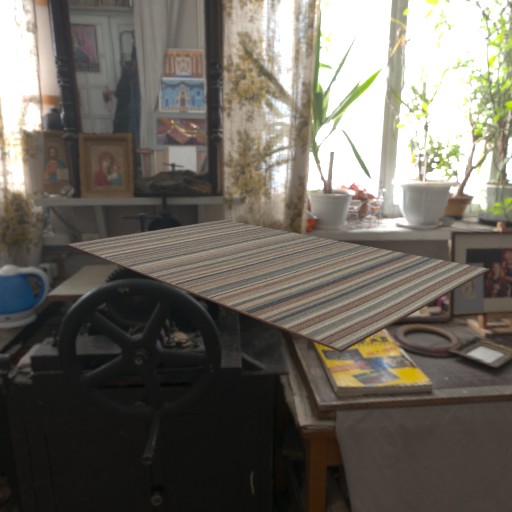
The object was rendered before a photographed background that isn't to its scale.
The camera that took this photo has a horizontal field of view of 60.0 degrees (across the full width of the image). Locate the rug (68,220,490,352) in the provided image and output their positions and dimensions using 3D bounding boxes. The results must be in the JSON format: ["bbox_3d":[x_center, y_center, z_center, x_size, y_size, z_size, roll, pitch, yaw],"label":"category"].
[{"bbox_3d":[0.000,0.000,2.970,1.523,0.014,2.438,-14,20,-43],"label":"rug"}]
